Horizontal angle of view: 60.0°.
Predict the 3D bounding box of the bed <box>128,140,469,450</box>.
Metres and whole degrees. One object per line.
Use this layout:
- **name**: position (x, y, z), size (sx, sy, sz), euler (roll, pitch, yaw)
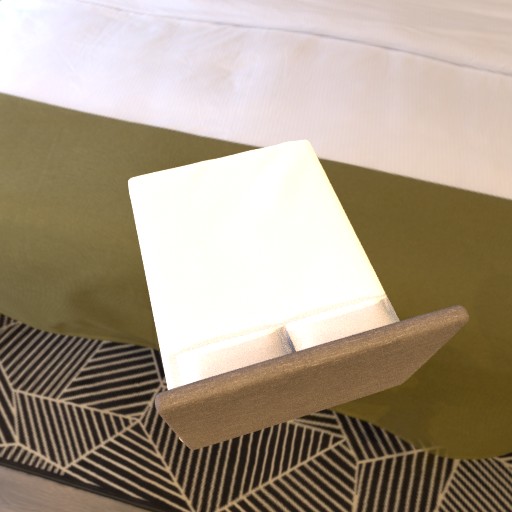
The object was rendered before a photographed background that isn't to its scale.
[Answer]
- **bed**: position (0.000, 0.000, 3.232), size (1.723, 1.330, 2.142), euler (-14, 60, -9)
